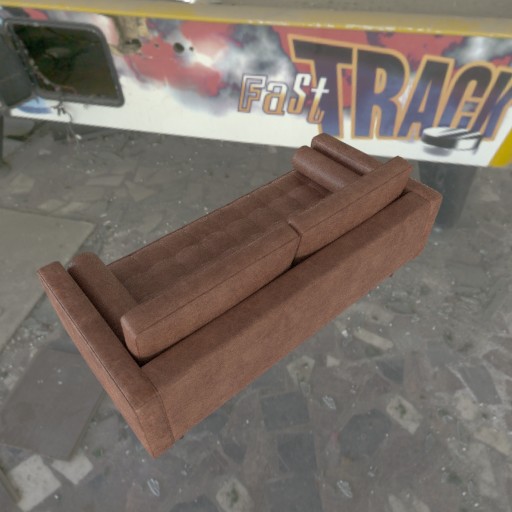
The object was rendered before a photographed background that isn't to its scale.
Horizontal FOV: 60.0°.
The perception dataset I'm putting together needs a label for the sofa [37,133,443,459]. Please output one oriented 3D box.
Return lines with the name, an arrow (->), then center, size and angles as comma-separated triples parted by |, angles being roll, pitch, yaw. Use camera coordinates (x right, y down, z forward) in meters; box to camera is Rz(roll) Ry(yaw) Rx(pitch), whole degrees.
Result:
sofa -> 0.000, 0.000, 2.286 | 1.870, 0.760, 0.910 | -31, 53, -27
